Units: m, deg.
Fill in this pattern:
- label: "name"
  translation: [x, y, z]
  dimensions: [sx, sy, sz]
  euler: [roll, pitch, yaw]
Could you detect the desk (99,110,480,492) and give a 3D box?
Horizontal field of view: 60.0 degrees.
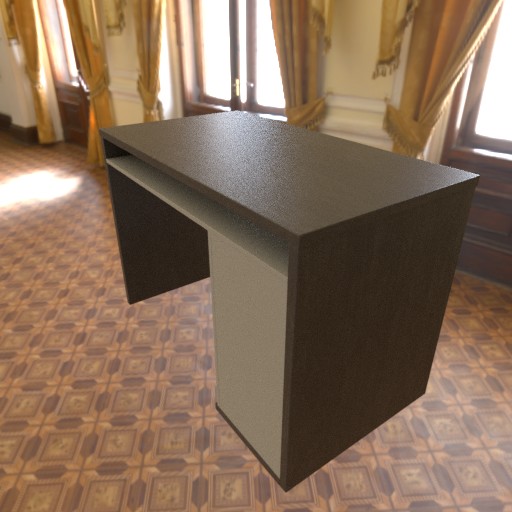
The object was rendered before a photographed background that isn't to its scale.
- label: "desk"
  translation: [0.000, 0.000, 1.530]
  dimensions: [0.600, 0.750, 1.100]
  euler: [-19, 33, -31]
